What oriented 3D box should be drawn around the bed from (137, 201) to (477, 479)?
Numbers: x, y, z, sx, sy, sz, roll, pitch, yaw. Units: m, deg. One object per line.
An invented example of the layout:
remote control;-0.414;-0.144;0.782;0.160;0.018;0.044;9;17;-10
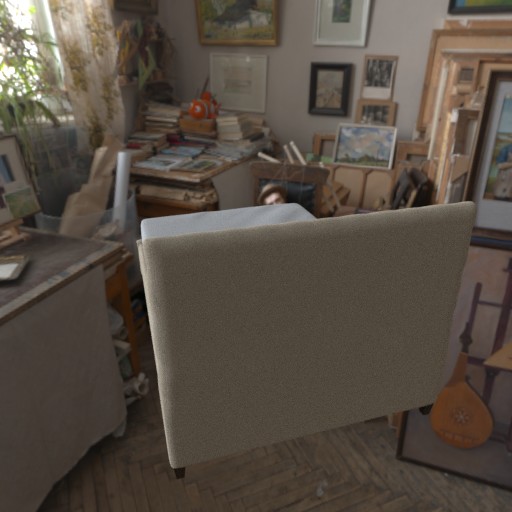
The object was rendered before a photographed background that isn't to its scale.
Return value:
bed;0.000;0.000;3.350;1.698;1.427;2.387;-8;27;-15
